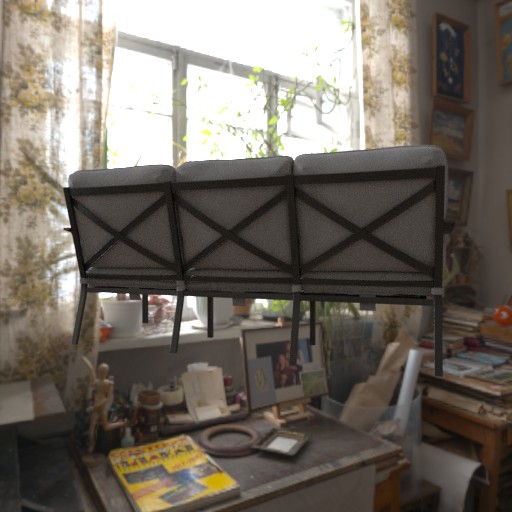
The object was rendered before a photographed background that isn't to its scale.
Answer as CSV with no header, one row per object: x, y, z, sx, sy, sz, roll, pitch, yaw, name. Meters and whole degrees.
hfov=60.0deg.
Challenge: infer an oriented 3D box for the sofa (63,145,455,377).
0.000,0.000,2.184,1.740,0.860,0.787,0,1,19,sofa
